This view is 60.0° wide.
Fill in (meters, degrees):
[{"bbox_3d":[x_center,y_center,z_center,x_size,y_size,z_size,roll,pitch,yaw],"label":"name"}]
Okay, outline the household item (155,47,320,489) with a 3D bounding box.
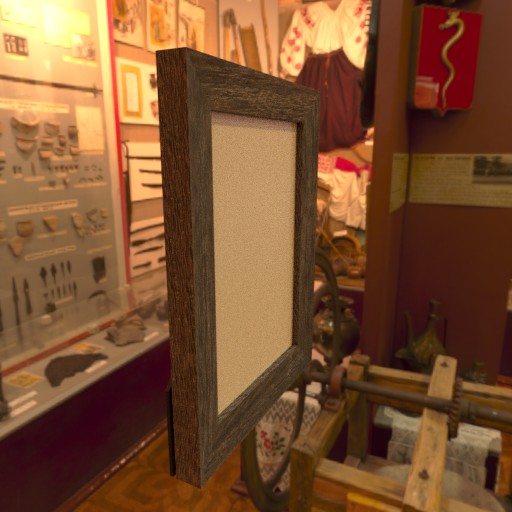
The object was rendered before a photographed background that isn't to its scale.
[{"bbox_3d":[0.000,0.000,0.277,0.020,0.210,0.160,7,15,27],"label":"household item"}]
